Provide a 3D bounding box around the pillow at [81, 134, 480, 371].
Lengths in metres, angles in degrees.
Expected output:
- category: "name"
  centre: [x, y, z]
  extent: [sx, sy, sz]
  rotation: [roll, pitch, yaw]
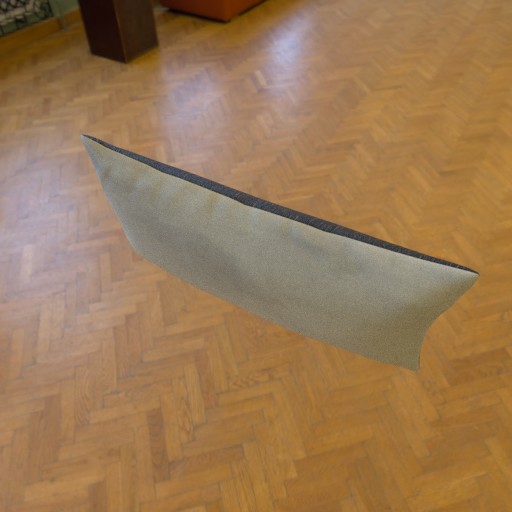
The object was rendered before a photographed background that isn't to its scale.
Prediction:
- category: "pillow"
  centre: [0.000, 0.000, 0.728]
  extent: [0.608, 0.305, 0.156]
  rotation: [22, 51, 19]
